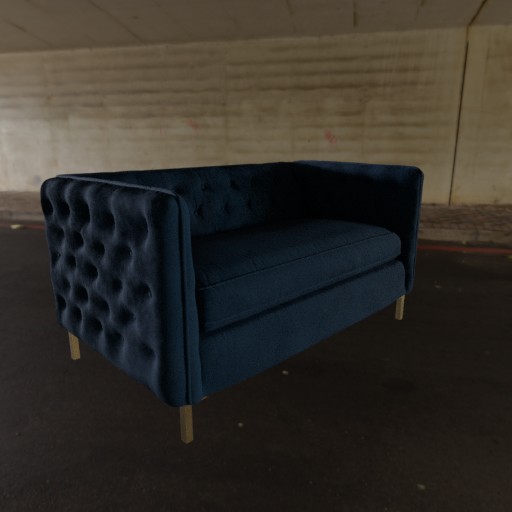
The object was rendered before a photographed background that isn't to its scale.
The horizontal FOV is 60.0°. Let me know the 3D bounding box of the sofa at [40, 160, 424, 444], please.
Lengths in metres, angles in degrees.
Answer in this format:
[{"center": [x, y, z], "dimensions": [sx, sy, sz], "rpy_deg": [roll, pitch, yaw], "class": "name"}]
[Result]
[{"center": [0.000, 0.000, 2.080], "dimensions": [1.583, 0.810, 0.909], "rpy_deg": [-15, 21, -43], "class": "sofa"}]
